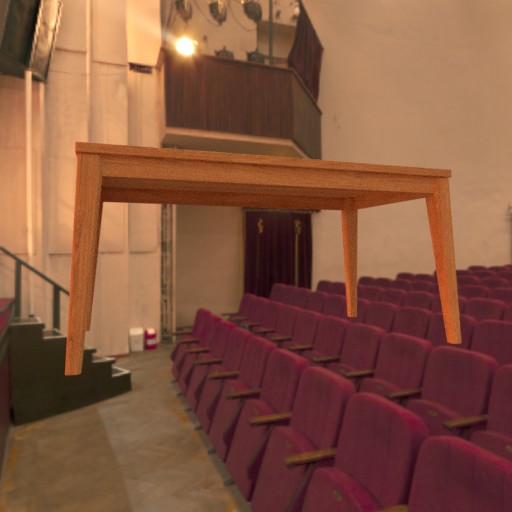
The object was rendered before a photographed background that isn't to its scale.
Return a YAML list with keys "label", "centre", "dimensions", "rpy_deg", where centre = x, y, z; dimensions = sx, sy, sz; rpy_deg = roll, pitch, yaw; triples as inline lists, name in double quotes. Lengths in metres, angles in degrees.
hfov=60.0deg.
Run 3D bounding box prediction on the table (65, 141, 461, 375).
- label: "table"
  centre: [0.000, 0.000, 2.101]
  dimensions: [1.600, 0.760, 0.900]
  rpy_deg: [0, 0, -19]
